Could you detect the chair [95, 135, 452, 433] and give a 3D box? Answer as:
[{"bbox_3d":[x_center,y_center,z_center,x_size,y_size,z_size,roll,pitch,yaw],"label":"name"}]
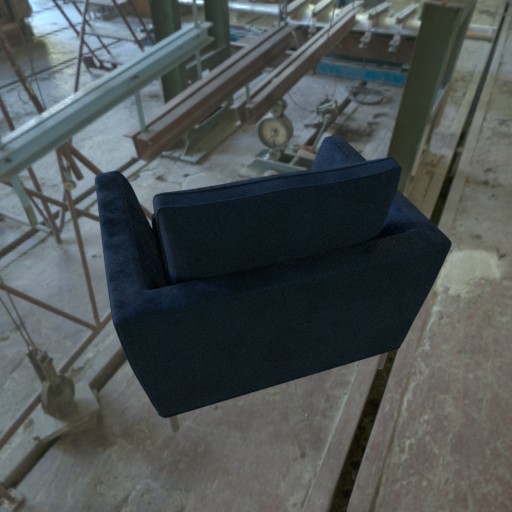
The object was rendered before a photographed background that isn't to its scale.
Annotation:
[{"bbox_3d":[0.000,0.000,1.577,0.977,0.893,0.746,-12,43,-14],"label":"chair"}]
